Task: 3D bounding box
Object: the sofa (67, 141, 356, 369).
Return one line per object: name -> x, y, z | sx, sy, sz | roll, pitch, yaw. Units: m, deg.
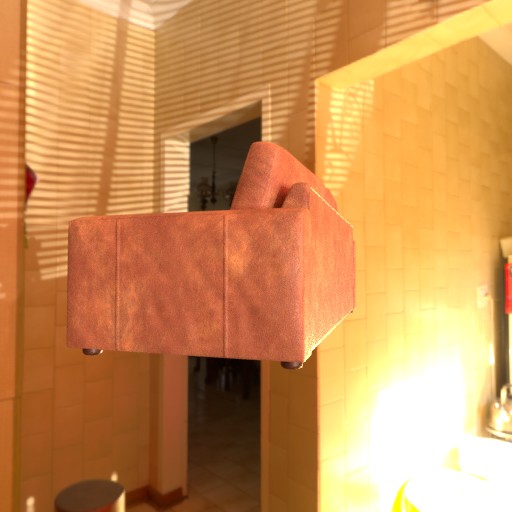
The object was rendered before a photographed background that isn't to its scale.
sofa -> 0.000, 0.000, 2.694 | 1.016, 0.873, 2.179 | 0, -2, 17
